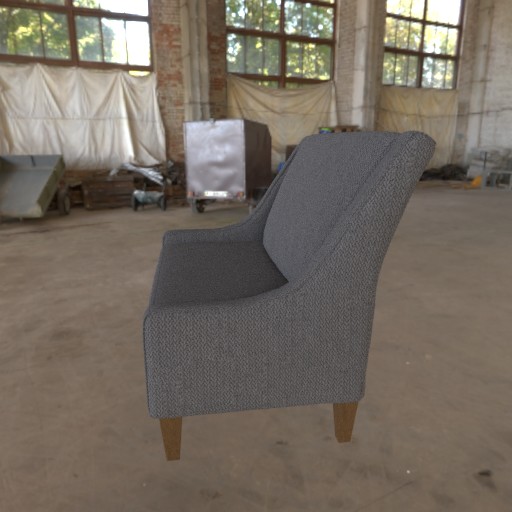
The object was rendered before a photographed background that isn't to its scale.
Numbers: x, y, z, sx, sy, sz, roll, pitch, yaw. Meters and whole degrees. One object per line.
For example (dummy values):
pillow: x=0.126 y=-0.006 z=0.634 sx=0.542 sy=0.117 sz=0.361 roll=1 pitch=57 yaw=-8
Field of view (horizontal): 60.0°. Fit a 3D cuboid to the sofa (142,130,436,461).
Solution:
sofa: x=0.000 y=0.000 z=1.898 sx=0.873 sy=1.022 sz=1.242 roll=-2 pitch=15 yaw=-8
